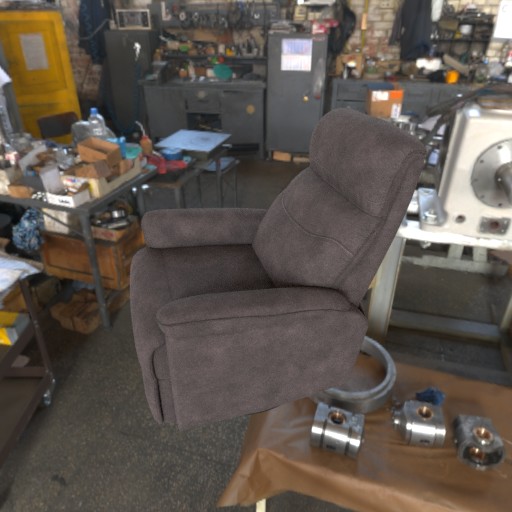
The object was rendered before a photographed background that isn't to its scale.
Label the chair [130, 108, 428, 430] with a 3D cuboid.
[{"bbox_3d":[0.000,0.000,1.758,1.009,1.035,0.830,-8,31,-14],"label":"chair"}]
